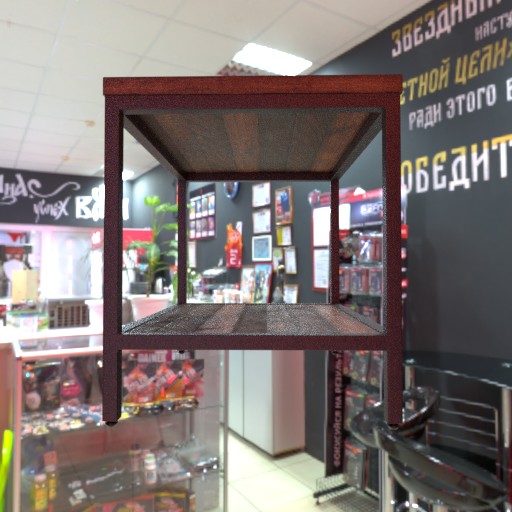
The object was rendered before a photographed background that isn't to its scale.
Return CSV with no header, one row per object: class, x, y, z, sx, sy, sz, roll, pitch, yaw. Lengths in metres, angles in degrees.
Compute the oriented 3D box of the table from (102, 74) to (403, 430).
table,0.000,0.000,1.103,0.524,0.612,0.678,0,-1,1
